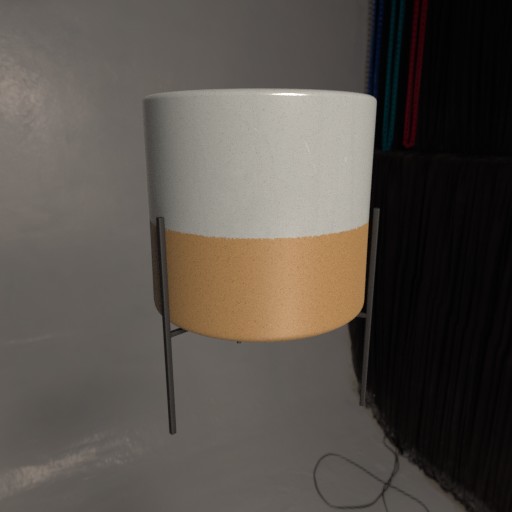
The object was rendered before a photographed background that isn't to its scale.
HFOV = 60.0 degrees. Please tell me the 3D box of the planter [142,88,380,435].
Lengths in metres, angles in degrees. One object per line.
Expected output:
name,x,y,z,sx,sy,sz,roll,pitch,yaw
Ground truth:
planter,0.000,0.000,0.643,0.310,0.432,0.310,-8,18,-27
